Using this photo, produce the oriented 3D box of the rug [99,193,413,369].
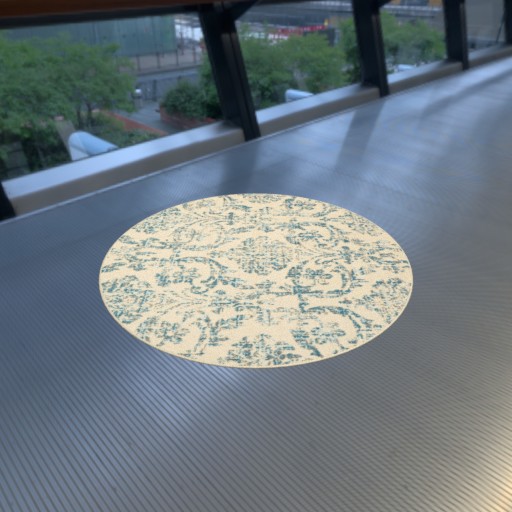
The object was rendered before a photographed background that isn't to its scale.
[{"bbox_3d":[0.000,0.000,2.346,1.593,0.012,1.593,0,32,0],"label":"rug"}]
